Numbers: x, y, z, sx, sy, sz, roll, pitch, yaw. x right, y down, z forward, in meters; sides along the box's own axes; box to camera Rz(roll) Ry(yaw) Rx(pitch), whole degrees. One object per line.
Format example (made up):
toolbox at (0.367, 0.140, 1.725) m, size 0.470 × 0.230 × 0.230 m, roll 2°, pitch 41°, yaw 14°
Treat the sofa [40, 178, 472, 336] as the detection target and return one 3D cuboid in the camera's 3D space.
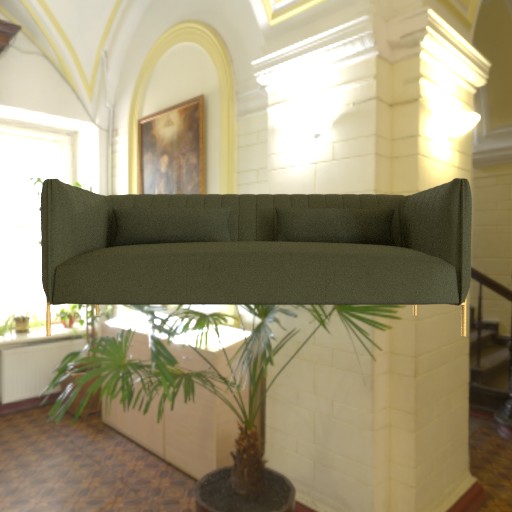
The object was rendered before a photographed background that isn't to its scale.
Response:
sofa at (0.000, 0.000, 2.540) m, size 2.137 × 0.793 × 0.896 m, roll 0°, pitch 1°, yaw 0°
